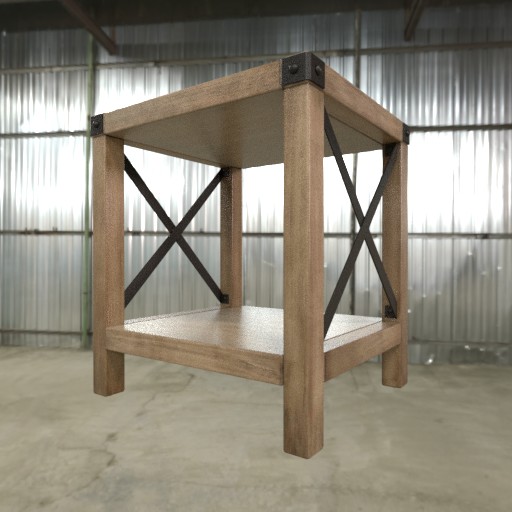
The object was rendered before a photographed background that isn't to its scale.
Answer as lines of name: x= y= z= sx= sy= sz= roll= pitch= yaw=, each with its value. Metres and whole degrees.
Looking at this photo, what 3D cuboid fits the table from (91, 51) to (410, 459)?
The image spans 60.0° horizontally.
table: x=0.000 y=0.000 z=0.920 sx=0.510 sy=0.561 sz=0.459 roll=0 pitch=0 yaw=36
